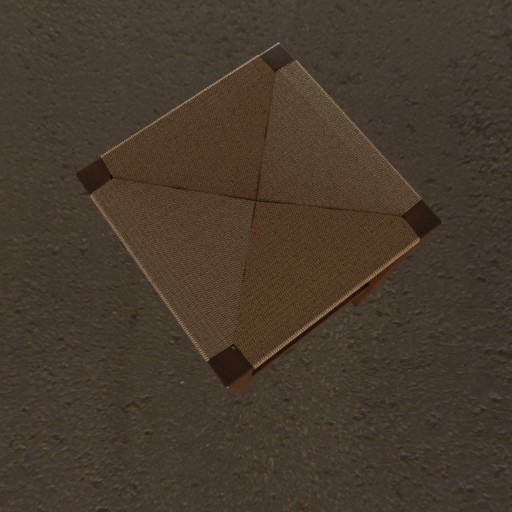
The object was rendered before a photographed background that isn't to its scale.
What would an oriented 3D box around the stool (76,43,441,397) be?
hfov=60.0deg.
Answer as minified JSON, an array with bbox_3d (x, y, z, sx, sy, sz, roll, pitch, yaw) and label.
[{"bbox_3d":[0.000,0.000,1.083,0.497,0.762,0.507,-36,78,-9],"label":"stool"}]
